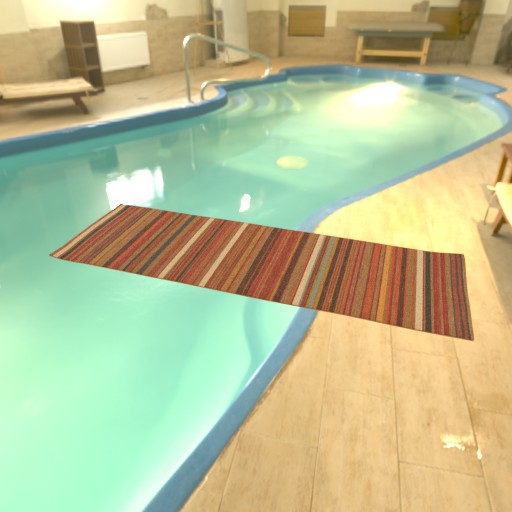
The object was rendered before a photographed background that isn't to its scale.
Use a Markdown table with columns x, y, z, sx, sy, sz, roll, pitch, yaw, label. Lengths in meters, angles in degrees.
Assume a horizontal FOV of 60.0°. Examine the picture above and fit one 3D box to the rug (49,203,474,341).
| x | y | z | sx | sy | sz | roll | pitch | yaw | label |
| --- | --- | --- | --- | --- | --- | --- | --- | --- | --- |
| 0.000 | 0.000 | 2.736 | 2.444 | 0.030 | 0.799 | 10 | 34 | 15 | rug |
